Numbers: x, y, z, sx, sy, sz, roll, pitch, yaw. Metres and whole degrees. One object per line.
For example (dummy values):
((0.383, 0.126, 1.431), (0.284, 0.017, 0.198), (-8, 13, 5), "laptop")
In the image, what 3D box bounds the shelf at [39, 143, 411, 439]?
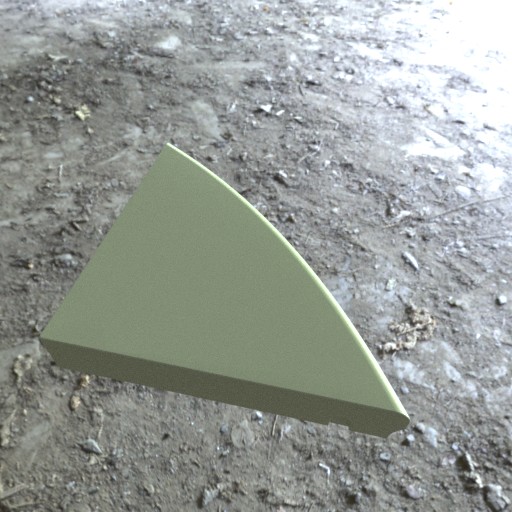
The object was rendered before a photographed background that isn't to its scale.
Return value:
((0.000, 0.000, 0.473), (0.310, 0.050, 0.310), (9, 48, 9), "shelf")
